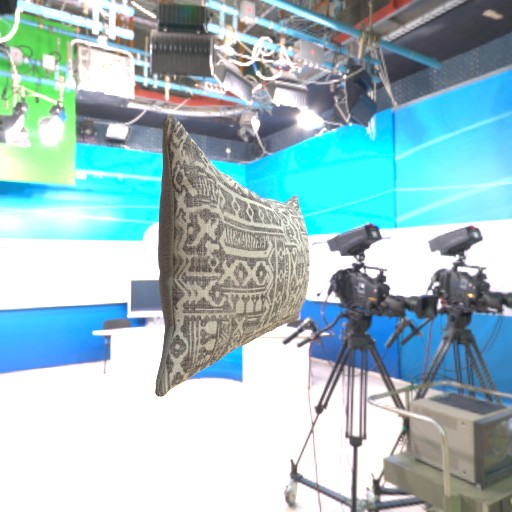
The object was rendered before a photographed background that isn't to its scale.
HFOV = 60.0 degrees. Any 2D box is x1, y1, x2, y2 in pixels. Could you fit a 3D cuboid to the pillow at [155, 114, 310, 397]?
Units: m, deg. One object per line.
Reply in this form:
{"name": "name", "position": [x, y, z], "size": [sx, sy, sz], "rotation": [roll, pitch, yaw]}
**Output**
{"name": "pillow", "position": [0.000, 0.000, 0.741], "size": [0.148, 0.290, 0.631], "rotation": [0, -1, 18]}
